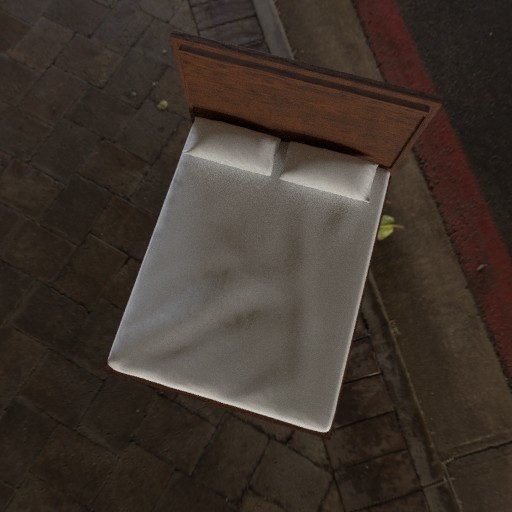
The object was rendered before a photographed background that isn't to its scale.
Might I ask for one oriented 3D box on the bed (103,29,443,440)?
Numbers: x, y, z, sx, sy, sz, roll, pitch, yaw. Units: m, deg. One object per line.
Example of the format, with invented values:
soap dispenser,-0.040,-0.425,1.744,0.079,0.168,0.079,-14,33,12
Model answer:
bed,0.000,0.000,3.244,1.765,1.487,2.218,16,76,4
